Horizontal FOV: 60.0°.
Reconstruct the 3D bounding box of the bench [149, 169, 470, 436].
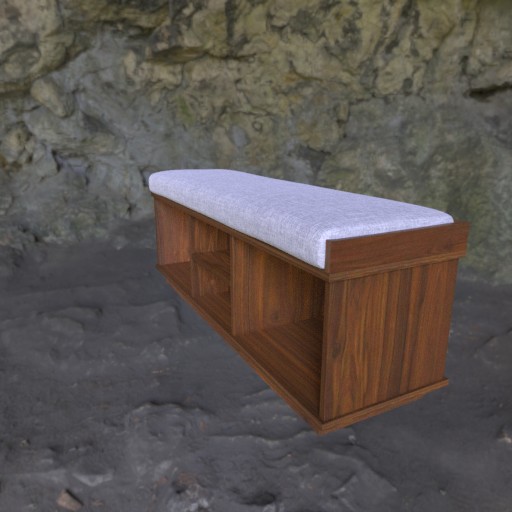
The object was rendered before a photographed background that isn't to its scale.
[{"bbox_3d":[0.000,0.000,1.392,0.367,0.468,1.196,-8,18,-26],"label":"bench"}]
